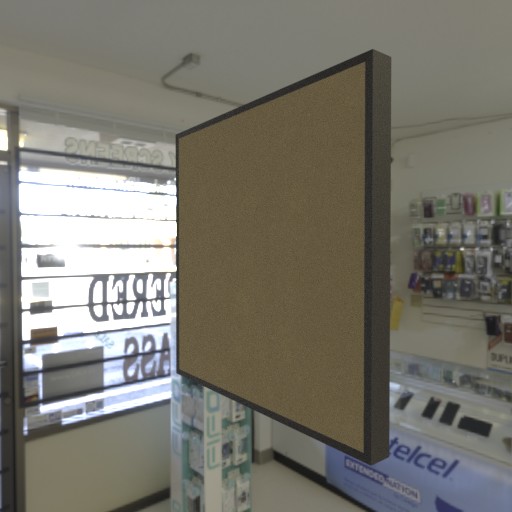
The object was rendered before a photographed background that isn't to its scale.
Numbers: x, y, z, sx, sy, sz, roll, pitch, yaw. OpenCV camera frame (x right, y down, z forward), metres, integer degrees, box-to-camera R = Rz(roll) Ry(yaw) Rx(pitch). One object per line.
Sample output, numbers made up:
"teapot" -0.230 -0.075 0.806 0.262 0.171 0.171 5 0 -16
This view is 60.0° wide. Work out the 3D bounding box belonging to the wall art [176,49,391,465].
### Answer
"wall art" 0.000 0.000 0.751 0.037 0.507 0.509 -1 1 -38
